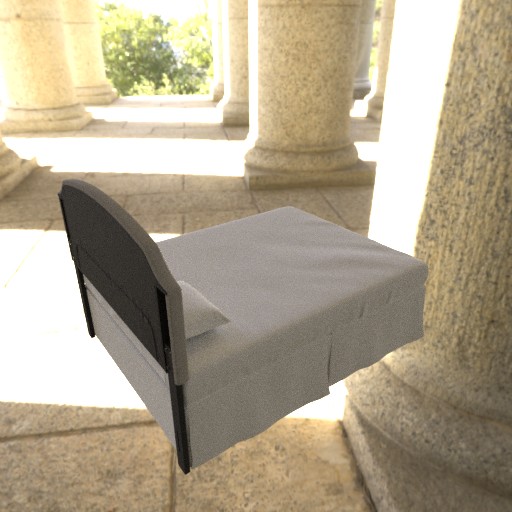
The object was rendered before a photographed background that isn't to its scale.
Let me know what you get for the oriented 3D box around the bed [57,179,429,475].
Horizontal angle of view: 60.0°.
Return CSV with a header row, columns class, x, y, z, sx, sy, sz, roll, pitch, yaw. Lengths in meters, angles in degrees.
class,x,y,z,sx,sy,sz,roll,pitch,yaw
bed,0.000,0.000,2.984,1.999,1.270,1.558,-19,32,-33
